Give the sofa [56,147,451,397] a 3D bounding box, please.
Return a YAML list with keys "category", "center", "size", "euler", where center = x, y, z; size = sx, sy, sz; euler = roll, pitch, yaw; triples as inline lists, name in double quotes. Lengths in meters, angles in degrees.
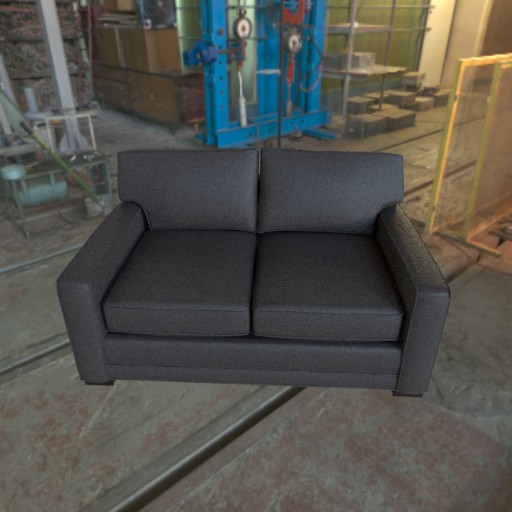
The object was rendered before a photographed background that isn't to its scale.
- category: "sofa"
  center: [0.000, 0.000, 2.162]
  size: [1.534, 0.887, 0.974]
  euler: [1, 29, 2]
